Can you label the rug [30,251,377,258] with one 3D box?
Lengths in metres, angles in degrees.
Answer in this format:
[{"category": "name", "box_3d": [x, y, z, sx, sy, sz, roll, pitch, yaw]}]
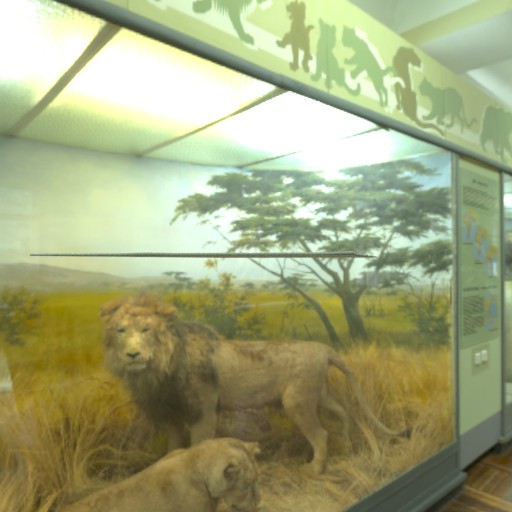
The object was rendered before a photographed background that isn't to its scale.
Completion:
[{"category": "rug", "box_3d": [0.000, 0.000, 3.087, 1.545, 0.016, 2.460, 0, 0, 17]}]
